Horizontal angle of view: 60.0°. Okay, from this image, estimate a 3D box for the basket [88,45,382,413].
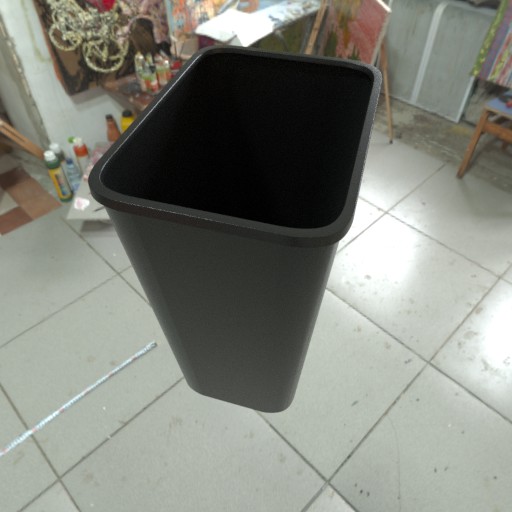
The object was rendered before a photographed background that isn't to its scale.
[{"bbox_3d":[0.000,0.000,0.748,0.287,0.521,0.394,12,49,11],"label":"basket"}]
